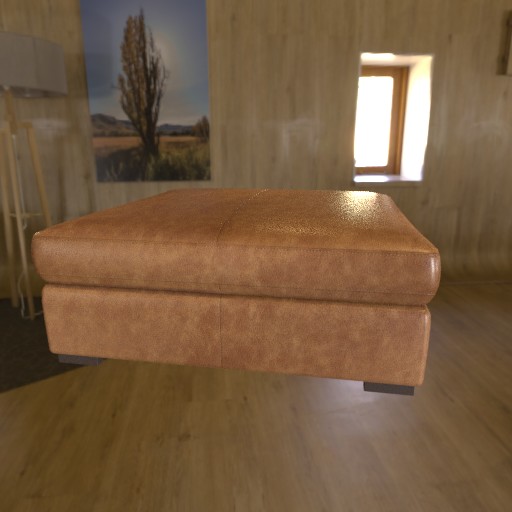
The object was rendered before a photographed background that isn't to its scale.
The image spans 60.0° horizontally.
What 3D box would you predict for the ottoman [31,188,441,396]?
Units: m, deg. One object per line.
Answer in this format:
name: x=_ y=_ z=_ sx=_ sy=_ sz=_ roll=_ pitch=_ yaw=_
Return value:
ottoman: x=0.000 y=0.000 z=1.804 sx=1.169 sy=0.483 sz=1.168 roll=3 pitch=15 yaw=10
